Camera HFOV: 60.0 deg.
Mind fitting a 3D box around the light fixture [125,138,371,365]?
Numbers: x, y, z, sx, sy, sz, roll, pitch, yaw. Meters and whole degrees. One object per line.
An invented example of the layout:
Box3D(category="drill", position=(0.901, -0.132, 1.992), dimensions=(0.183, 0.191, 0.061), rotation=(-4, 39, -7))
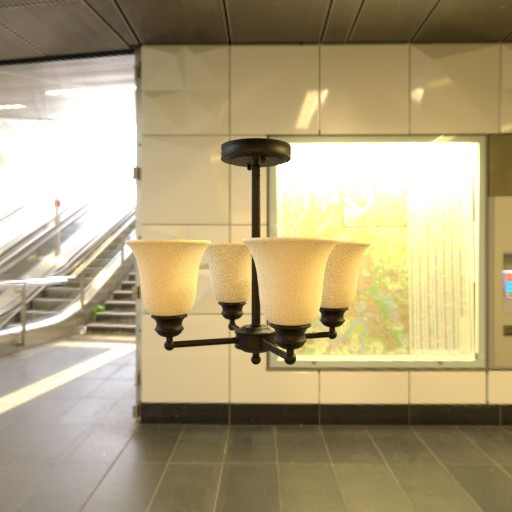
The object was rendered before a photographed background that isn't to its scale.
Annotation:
Box3D(category="light fixture", position=(0.000, 0.000, 1.887), dimensions=(1.069, 0.925, 1.069), rotation=(0, 0, -19))
